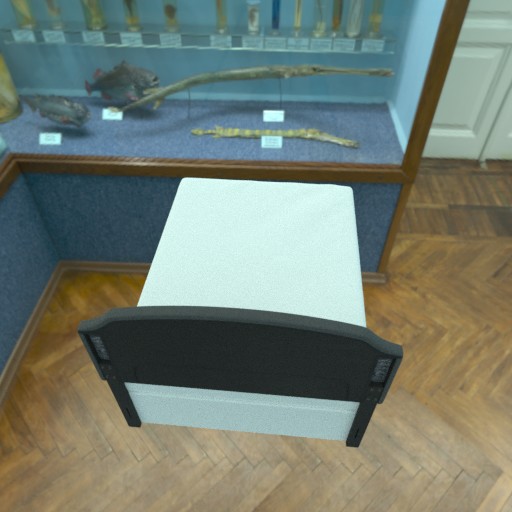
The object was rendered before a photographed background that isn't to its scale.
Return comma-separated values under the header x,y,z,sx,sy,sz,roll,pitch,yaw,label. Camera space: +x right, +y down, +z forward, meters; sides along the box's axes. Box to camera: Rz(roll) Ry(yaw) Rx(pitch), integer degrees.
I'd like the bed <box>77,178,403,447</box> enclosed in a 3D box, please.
x,y,z,sx,sy,sz,roll,pitch,yaw,label
0.000,0.000,3.049,1.558,1.270,1.999,4,46,4,bed
